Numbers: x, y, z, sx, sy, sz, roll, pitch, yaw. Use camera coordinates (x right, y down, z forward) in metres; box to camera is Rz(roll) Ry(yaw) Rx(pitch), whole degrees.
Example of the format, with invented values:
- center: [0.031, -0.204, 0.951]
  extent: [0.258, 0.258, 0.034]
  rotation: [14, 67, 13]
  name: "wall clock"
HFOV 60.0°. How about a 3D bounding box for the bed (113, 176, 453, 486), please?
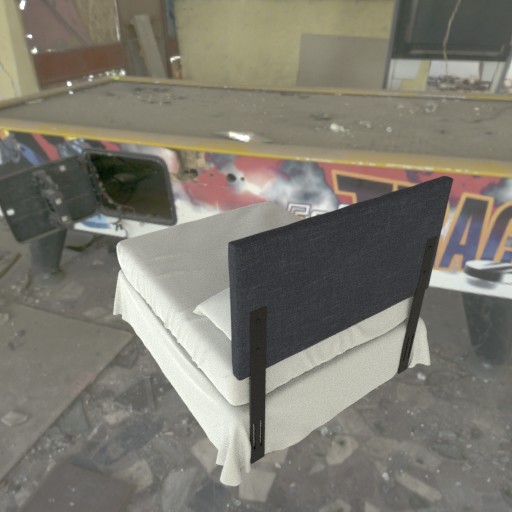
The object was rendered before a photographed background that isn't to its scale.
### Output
- center: [0.000, 0.000, 3.501]
  extent: [1.936, 1.577, 2.222]
  rotation: [-19, 35, -29]
  name: "bed"
